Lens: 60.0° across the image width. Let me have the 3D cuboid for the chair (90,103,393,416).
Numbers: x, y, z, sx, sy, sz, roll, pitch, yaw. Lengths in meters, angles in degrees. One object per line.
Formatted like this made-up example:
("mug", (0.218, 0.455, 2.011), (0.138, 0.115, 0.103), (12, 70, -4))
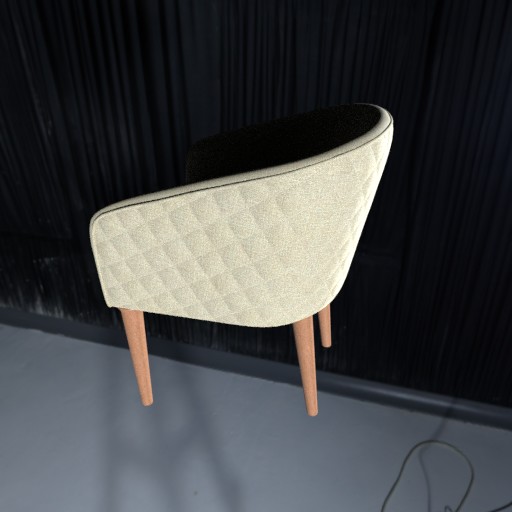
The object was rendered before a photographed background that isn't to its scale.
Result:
("chair", (0.000, 0.000, 1.208), (0.616, 0.775, 0.584), (8, 31, 13))
